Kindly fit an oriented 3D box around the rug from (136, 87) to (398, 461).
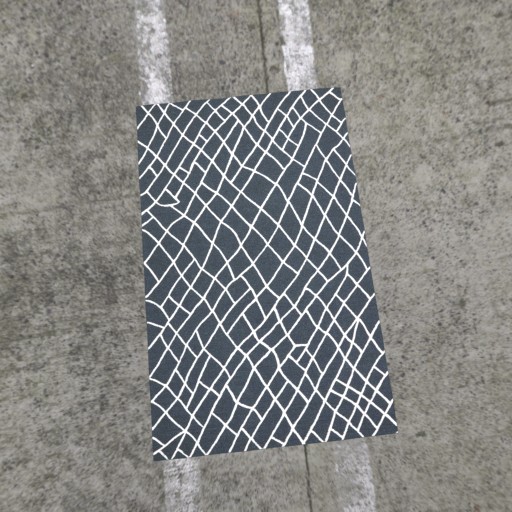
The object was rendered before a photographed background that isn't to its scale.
[{"bbox_3d":[0.000,0.000,3.016,1.529,0.017,2.448,-6,77,-1],"label":"rug"}]
